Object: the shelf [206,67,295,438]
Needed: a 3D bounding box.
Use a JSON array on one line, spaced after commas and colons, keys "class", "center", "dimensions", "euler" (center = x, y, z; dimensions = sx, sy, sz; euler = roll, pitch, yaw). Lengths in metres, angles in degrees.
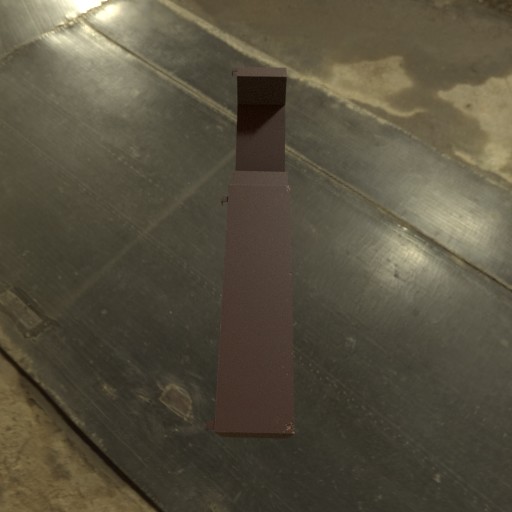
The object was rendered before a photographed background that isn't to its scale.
[{"class": "shelf", "center": [0.000, 0.000, 0.921], "dimensions": [0.112, 0.439, 0.729], "euler": [1, 63, 1]}]
